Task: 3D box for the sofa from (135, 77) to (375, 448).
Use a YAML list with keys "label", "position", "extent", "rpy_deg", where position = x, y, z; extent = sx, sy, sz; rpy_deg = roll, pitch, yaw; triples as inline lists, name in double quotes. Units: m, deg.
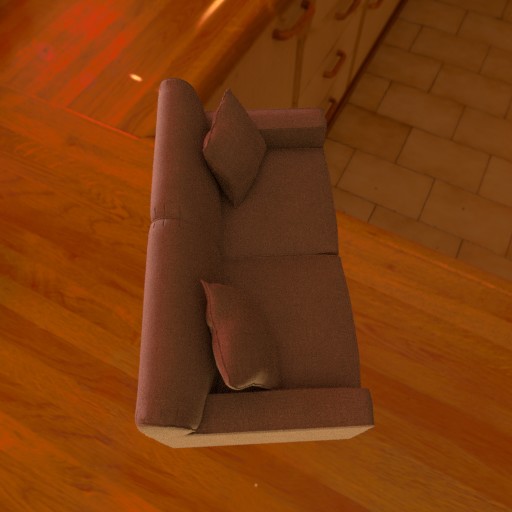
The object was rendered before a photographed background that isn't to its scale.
- label: "sofa"
  position: [0.000, 0.000, 2.417]
  extent: [1.000, 0.958, 1.846]
  rpy_deg: [-3, 63, -1]
